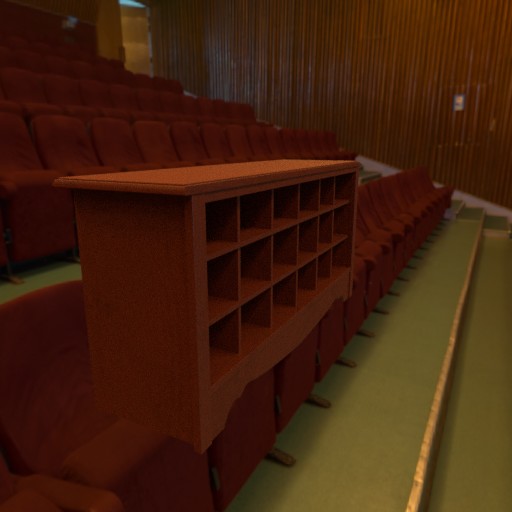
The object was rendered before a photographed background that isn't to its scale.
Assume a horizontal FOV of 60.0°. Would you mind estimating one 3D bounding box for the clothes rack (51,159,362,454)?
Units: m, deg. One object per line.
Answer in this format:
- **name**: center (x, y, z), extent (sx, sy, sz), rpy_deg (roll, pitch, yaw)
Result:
- **clothes rack**: center (0.000, 0.000, 1.502), extent (0.362, 0.594, 1.251), rpy_deg (7, 16, 27)
